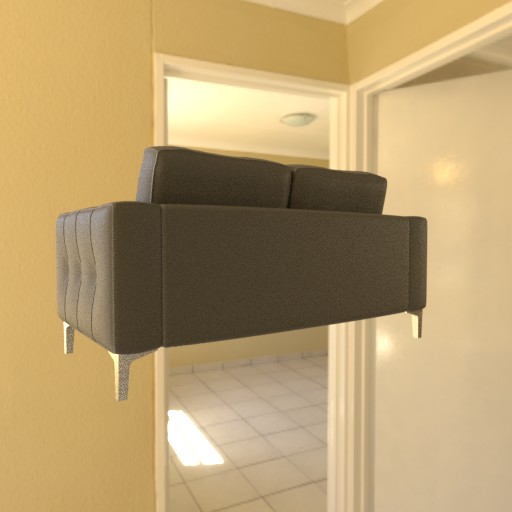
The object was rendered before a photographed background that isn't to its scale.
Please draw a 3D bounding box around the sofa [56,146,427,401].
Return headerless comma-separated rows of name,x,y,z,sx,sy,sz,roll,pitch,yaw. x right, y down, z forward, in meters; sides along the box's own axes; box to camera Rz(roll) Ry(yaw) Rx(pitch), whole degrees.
sofa,0.000,0.000,2.214,1.726,0.892,0.833,-1,2,-35
